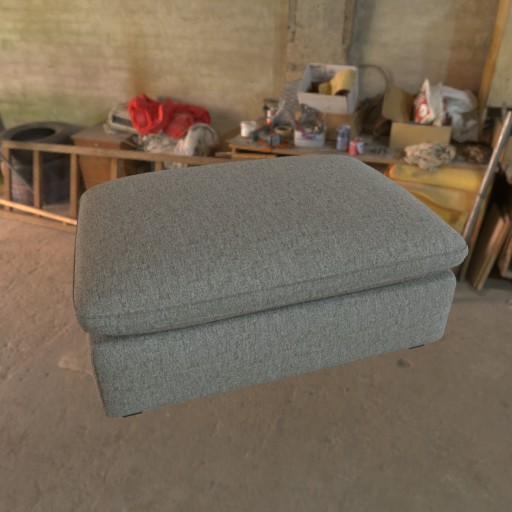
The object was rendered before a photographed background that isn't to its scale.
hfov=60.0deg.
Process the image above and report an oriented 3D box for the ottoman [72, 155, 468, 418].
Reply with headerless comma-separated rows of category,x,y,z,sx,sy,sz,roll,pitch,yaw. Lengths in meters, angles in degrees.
ottoman,0.000,0.000,1.338,0.977,0.451,0.694,-9,34,-14
